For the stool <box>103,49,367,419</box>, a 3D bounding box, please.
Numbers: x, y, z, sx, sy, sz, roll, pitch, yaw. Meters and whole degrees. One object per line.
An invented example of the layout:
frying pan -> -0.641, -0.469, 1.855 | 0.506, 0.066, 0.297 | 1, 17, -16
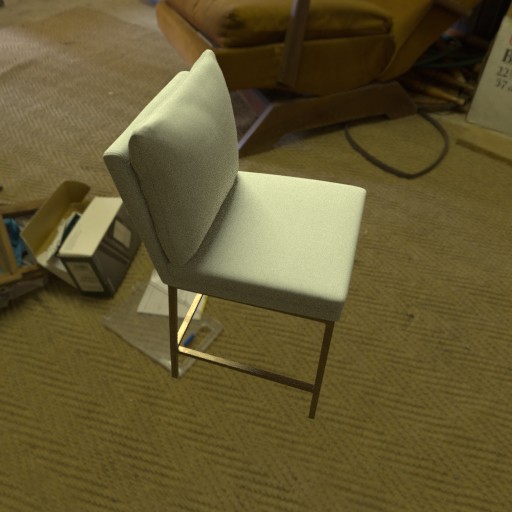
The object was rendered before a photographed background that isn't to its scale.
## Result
stool -> 0.000, 0.000, 1.347 | 0.572, 1.032, 0.463 | 12, 47, 11
